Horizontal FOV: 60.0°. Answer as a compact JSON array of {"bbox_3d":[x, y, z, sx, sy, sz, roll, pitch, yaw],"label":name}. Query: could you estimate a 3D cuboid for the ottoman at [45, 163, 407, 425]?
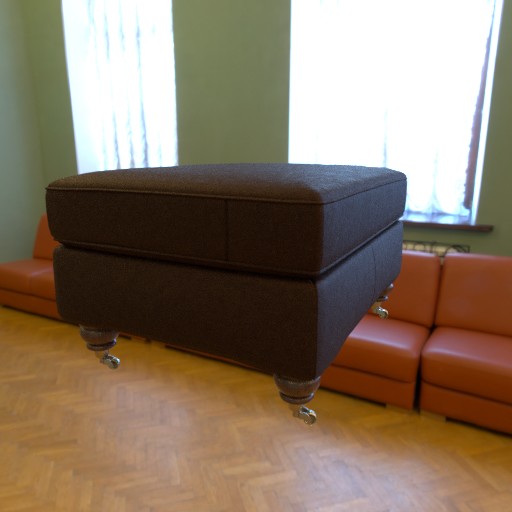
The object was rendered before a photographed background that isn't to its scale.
[{"bbox_3d":[0.000,0.000,1.793,0.967,0.730,1.187,7,15,27],"label":"ottoman"}]
